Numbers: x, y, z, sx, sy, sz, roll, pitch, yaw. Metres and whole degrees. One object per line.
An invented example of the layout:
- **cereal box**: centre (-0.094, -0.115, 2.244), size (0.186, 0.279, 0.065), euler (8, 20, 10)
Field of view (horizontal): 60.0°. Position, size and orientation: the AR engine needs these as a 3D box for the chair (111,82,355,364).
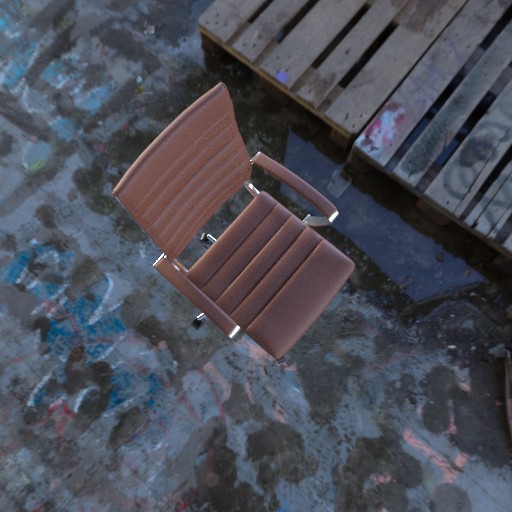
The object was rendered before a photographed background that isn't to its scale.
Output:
- **chair**: centre (0.000, 0.000, 1.715), size (0.739, 1.149, 0.766), euler (40, 80, 8)
